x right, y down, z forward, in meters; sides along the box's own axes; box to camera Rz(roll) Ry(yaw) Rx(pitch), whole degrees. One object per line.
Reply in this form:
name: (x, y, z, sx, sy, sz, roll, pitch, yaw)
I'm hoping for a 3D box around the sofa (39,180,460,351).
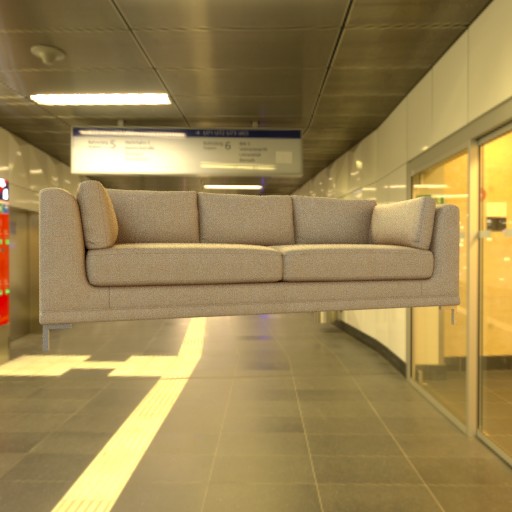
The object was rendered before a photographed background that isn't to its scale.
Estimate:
sofa: (0.000, 0.000, 2.857, 2.415, 0.867, 0.969, 0, 1, -18)
